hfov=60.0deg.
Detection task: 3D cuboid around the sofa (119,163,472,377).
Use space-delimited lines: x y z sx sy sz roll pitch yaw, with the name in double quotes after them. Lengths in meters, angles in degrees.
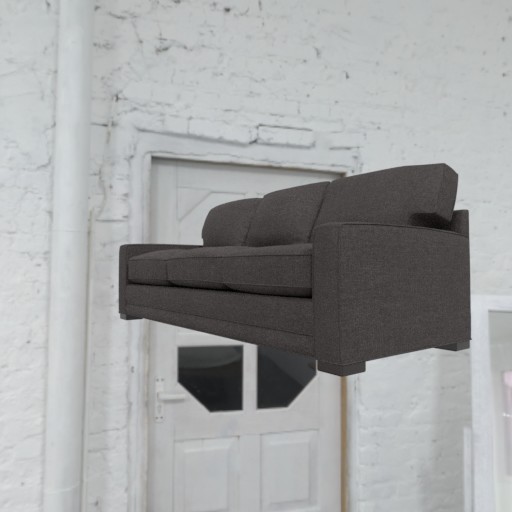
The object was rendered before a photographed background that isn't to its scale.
0.000 0.000 2.918 1.004 0.978 2.369 1 -2 -37 "sofa"
